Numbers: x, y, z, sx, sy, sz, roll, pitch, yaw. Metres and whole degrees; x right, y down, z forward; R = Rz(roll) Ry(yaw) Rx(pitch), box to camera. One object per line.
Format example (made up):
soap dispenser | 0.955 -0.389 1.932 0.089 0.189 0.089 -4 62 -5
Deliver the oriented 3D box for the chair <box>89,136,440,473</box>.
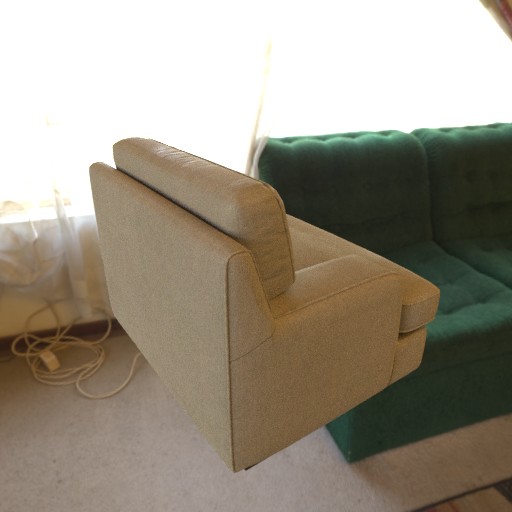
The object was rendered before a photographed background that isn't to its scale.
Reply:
chair | 0.000 0.000 1.966 1.043 0.974 1.270 -17 30 -31
